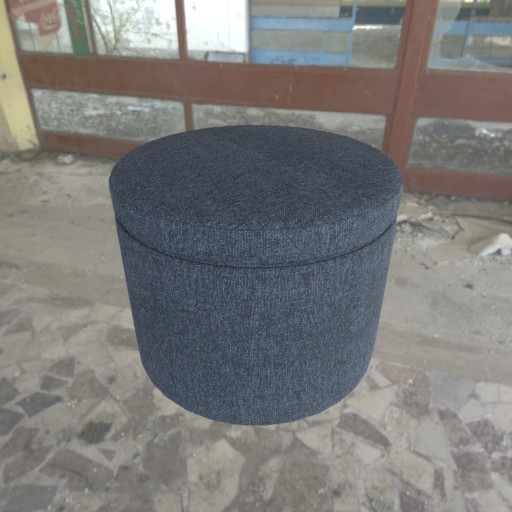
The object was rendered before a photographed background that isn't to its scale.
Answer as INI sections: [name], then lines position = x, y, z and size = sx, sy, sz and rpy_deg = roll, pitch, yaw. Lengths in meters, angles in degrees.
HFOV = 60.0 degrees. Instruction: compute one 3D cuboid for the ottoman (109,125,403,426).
[ottoman]
position = 0.000, 0.000, 0.872
size = 0.500, 0.419, 0.500
rpy_deg = 0, 31, 0
